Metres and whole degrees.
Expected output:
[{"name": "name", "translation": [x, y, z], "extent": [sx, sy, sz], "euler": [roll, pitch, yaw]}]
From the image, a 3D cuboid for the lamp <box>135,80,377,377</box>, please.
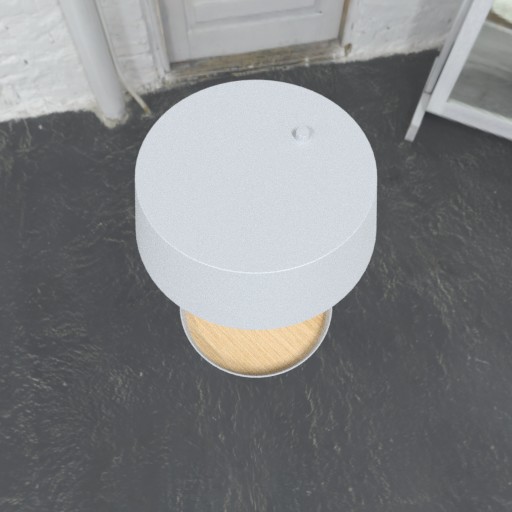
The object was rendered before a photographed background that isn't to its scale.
[{"name": "lamp", "translation": [0.000, 0.000, 0.637], "extent": [0.291, 0.429, 0.291], "euler": [0, 63, 0]}]
